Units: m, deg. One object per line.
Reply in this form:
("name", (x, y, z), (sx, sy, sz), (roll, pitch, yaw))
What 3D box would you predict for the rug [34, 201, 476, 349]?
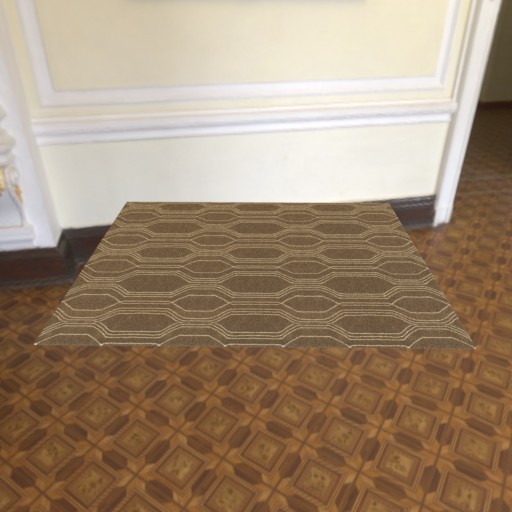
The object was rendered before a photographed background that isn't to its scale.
("rug", (0.000, 0.000, 4.118), (3.062, 0.012, 2.457), (0, 31, 1))
